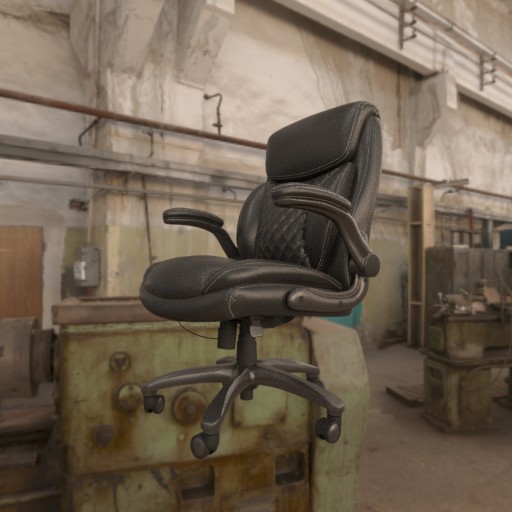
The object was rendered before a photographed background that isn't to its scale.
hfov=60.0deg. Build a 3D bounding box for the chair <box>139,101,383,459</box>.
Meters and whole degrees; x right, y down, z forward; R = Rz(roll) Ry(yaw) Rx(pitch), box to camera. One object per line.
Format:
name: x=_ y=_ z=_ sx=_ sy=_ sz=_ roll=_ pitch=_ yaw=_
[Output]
chair: x=0.000 y=0.000 z=1.566 sx=0.724 sy=1.110 sz=0.782 roll=0 pitch=-1 yaw=-36
